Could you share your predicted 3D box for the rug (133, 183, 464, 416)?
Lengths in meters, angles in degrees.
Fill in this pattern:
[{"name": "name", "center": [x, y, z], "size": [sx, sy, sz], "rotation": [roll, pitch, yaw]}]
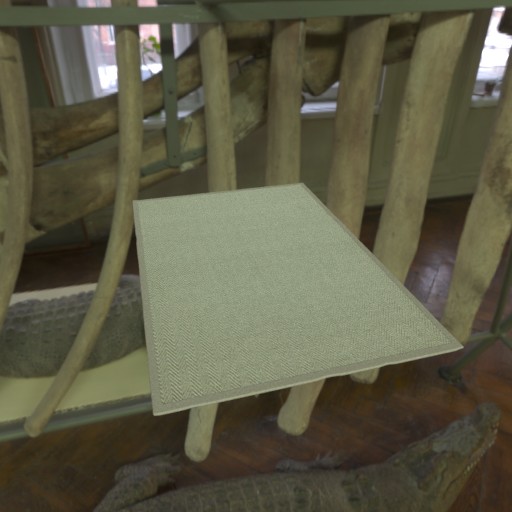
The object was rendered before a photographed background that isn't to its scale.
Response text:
[{"name": "rug", "center": [0.000, 0.000, 2.992], "size": [1.540, 0.021, 2.290], "rotation": [-8, 32, -13]}]
